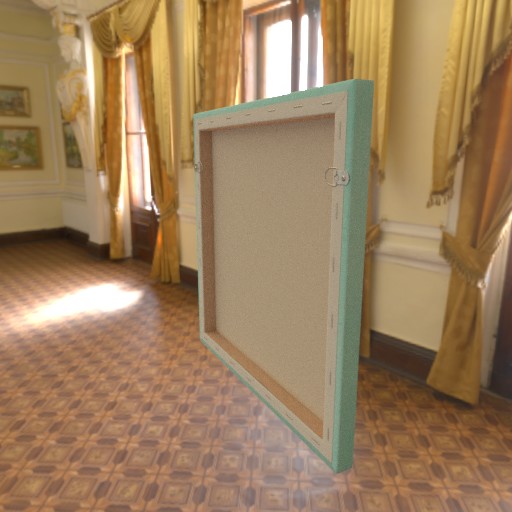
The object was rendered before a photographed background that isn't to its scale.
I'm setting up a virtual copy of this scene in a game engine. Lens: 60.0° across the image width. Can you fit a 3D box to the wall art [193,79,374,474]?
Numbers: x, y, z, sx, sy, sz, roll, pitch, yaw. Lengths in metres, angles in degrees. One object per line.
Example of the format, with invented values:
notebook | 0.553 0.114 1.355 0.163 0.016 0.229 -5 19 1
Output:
wall art | 0.000 0.000 1.623 0.070 1.073 1.071 -7 15 -28
